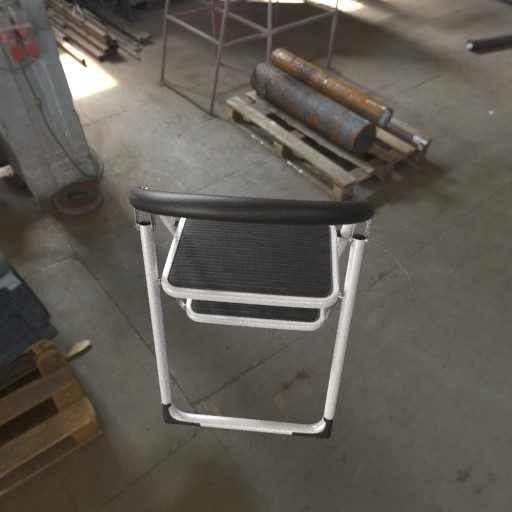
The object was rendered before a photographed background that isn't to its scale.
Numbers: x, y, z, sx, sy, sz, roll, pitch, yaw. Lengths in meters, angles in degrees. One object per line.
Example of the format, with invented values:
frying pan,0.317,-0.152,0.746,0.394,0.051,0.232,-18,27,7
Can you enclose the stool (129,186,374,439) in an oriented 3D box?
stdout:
stool,0.000,0.000,1.076,0.453,0.760,0.559,4,47,4
